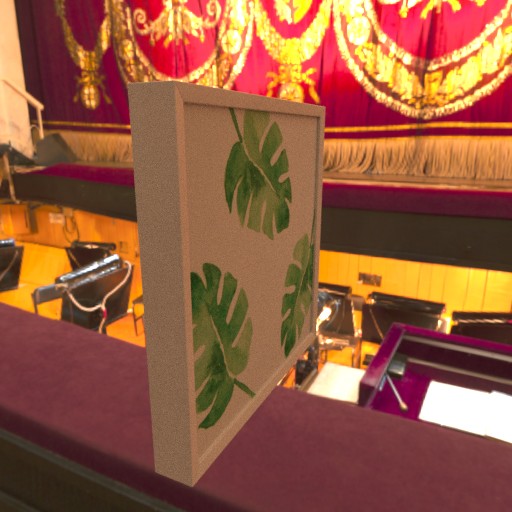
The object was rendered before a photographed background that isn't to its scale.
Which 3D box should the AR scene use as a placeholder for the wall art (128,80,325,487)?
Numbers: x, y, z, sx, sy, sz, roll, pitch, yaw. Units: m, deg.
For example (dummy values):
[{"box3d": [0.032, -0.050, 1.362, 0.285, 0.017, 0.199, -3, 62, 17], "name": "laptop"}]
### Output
[{"box3d": [0.000, 0.000, 0.454, 0.038, 0.305, 0.305, 7, 17, 25], "name": "wall art"}]
